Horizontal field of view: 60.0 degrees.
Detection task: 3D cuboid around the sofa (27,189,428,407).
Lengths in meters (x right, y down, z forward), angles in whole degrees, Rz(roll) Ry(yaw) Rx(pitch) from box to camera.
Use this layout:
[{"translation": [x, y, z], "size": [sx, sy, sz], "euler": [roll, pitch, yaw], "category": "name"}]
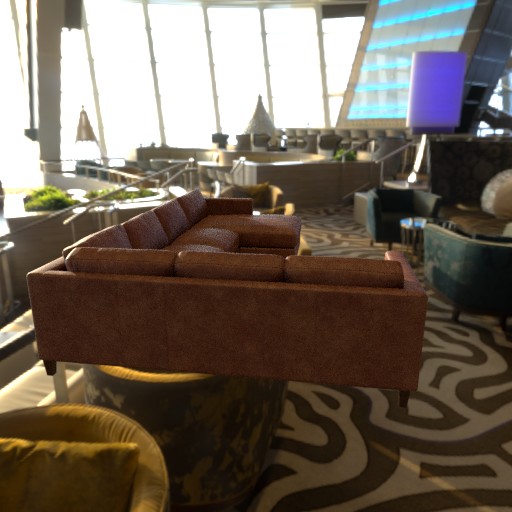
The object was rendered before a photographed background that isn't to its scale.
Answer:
[{"translation": [0.000, 0.000, 4.280], "size": [2.452, 0.888, 3.324], "euler": [2, 16, 9], "category": "sofa"}]
